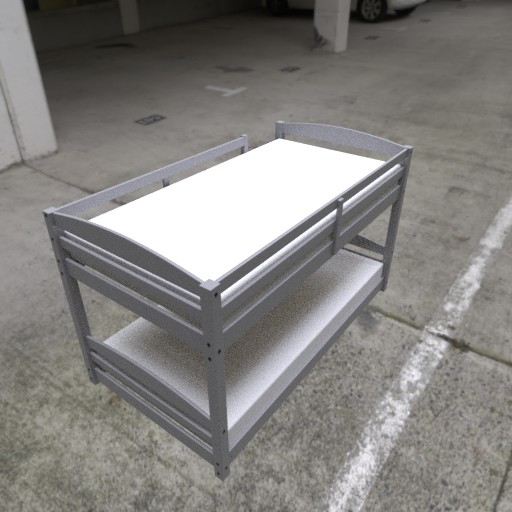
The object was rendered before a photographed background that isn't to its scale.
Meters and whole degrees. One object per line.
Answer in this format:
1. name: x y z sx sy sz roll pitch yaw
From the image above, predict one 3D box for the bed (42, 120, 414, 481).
1. bed: 0.000 0.000 2.825 1.105 1.206 2.013 22 38 31
